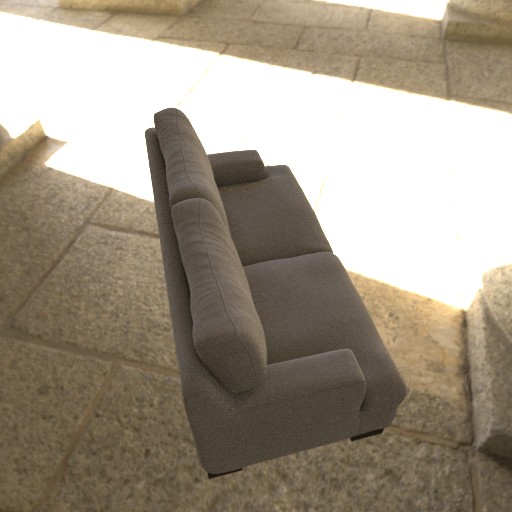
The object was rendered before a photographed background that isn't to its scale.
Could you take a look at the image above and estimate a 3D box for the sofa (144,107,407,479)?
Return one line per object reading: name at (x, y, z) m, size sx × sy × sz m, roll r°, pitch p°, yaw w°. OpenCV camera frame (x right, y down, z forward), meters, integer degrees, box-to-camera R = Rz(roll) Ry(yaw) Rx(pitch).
sofa at (0.000, 0.000, 2.399) m, size 0.962 × 0.980 × 1.855 m, roll -10°, pitch 46°, yaw -10°
